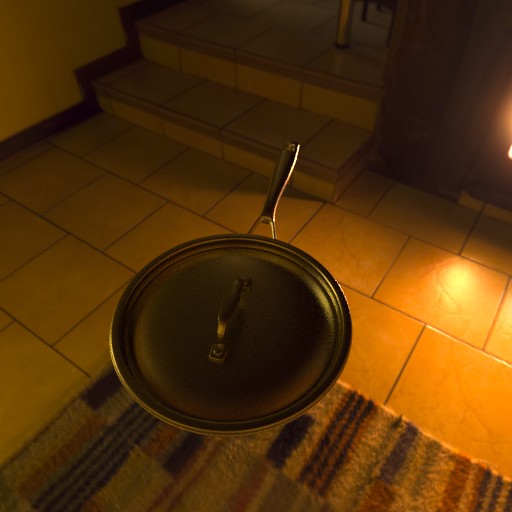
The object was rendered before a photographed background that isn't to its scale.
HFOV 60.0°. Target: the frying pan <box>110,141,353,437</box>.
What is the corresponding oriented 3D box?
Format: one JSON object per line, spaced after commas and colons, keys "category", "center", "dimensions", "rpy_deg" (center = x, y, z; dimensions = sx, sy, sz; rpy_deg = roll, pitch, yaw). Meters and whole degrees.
{"category": "frying pan", "center": [0.000, 0.000, 0.586], "dimensions": [0.272, 0.086, 0.490], "rpy_deg": [11, 47, 10]}
